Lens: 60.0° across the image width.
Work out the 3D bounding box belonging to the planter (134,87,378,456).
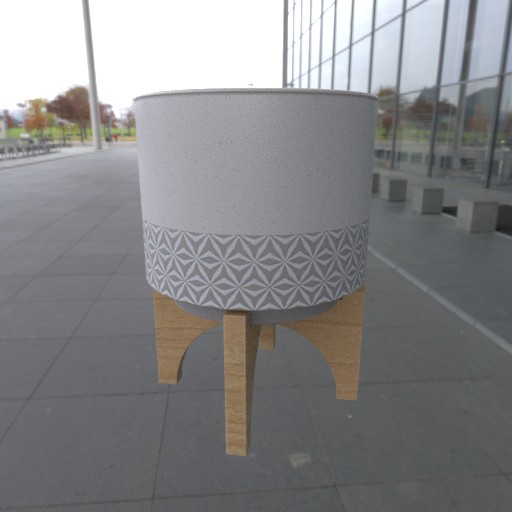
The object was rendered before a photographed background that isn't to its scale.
[{"bbox_3d":[0.000,0.000,0.512,0.249,0.343,0.249,0,16,0],"label":"planter"}]
